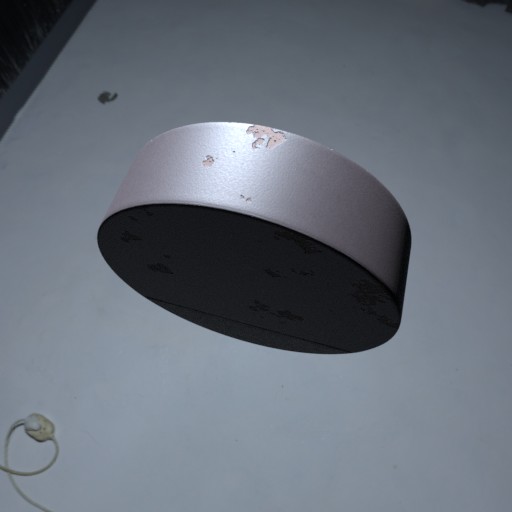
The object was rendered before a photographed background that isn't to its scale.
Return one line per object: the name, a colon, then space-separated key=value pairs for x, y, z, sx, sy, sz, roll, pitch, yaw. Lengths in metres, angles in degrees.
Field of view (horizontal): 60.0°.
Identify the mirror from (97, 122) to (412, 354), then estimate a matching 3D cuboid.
mirror: x=0.000 y=0.000 z=0.592 sx=0.386 sy=0.386 sz=0.126 roll=14 pitch=63 yaw=7
